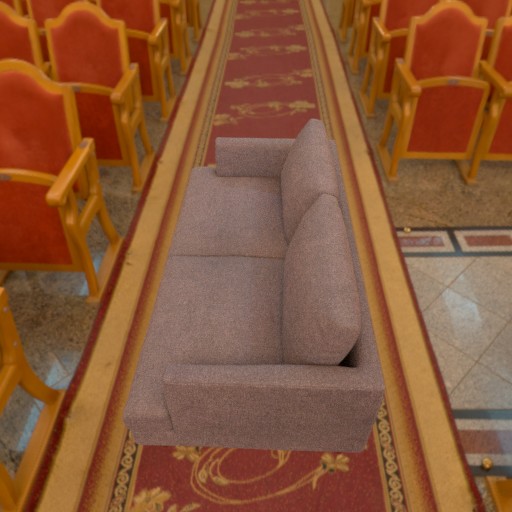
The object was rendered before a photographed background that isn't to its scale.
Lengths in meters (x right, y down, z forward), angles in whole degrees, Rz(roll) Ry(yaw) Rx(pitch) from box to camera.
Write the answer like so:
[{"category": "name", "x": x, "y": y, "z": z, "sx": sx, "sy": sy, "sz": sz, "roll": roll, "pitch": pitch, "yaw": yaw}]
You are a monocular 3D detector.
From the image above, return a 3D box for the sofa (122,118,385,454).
[{"category": "sofa", "x": 0.000, "y": 0.000, "z": 2.471, "sx": 1.020, "sy": 0.868, "sz": 1.948, "roll": 1, "pitch": 42, "yaw": 2}]
